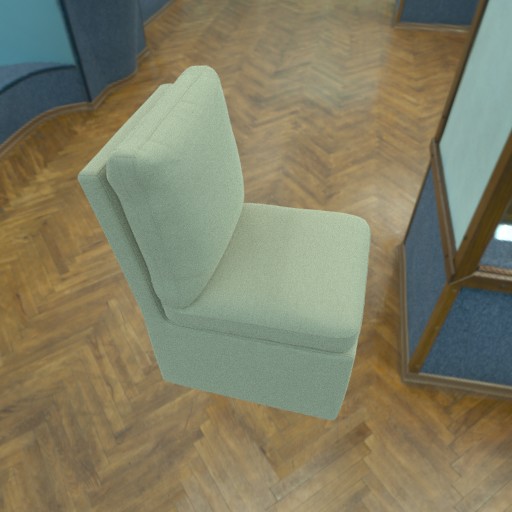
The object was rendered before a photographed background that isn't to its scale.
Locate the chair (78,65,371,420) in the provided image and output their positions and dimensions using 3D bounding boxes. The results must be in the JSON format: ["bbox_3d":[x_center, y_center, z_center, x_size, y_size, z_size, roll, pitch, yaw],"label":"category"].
[{"bbox_3d":[0.000,0.000,1.339,0.698,0.927,0.503,10,46,10],"label":"chair"}]
